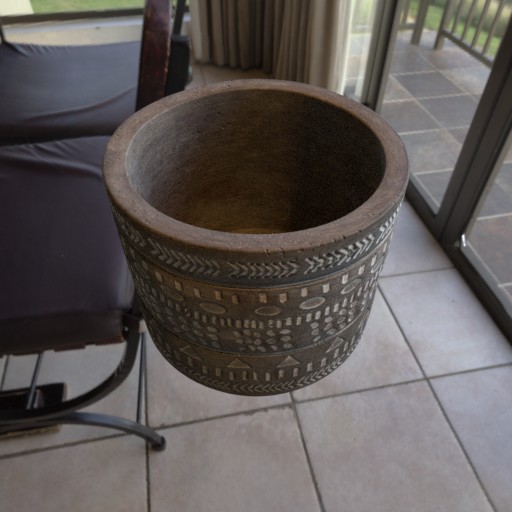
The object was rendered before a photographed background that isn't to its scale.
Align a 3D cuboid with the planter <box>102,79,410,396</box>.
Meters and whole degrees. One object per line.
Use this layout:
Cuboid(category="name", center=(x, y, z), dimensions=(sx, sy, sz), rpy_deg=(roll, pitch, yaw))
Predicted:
Cuboid(category="planter", center=(0.000, 0.000, 0.260), dimensions=(0.142, 0.149, 0.142), rpy_deg=(0, 46, 0))
